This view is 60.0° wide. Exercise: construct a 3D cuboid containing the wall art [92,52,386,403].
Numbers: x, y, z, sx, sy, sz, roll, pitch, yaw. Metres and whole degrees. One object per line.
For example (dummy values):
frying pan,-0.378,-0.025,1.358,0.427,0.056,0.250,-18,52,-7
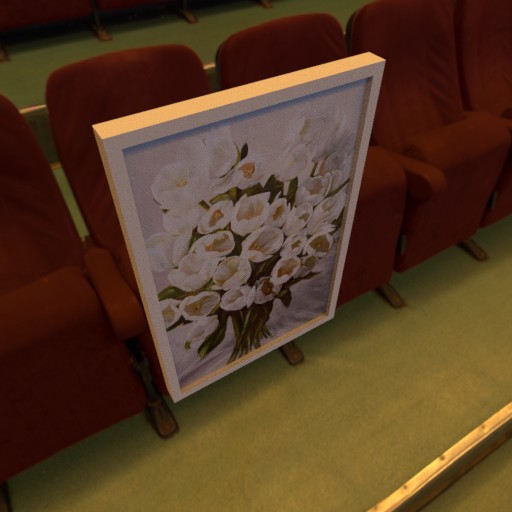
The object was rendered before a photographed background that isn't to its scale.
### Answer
wall art,0.000,0.000,0.553,0.293,0.428,0.025,-24,50,-22
